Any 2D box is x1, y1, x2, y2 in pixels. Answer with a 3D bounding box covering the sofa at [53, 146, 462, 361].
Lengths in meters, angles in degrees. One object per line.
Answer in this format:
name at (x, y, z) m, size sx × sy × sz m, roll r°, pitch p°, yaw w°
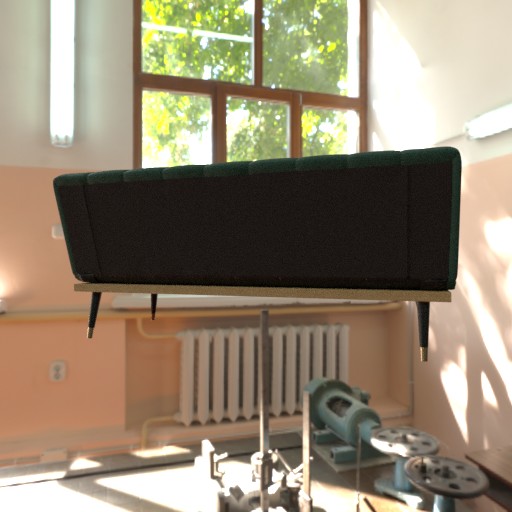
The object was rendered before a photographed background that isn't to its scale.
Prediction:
sofa at (0.000, 0.000, 2.242) m, size 1.810 × 0.820 × 0.830 m, roll 0°, pitch 0°, yaw 18°
